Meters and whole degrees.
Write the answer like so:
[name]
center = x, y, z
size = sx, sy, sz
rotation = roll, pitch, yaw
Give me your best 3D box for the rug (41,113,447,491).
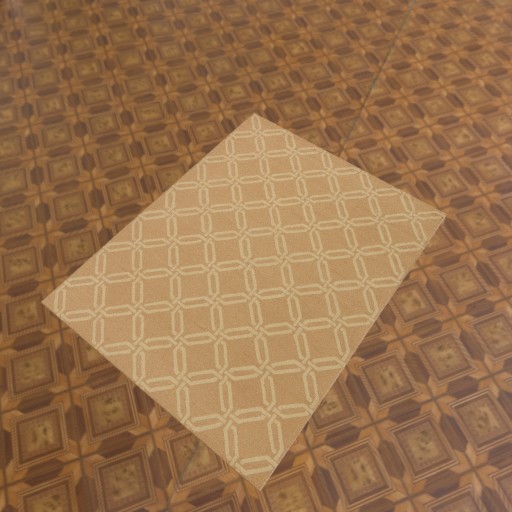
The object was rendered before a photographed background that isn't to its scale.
[rug]
center = 0.000, 0.000, 3.915
size = 2.288, 0.018, 2.895
rotation = 33, 64, 19
